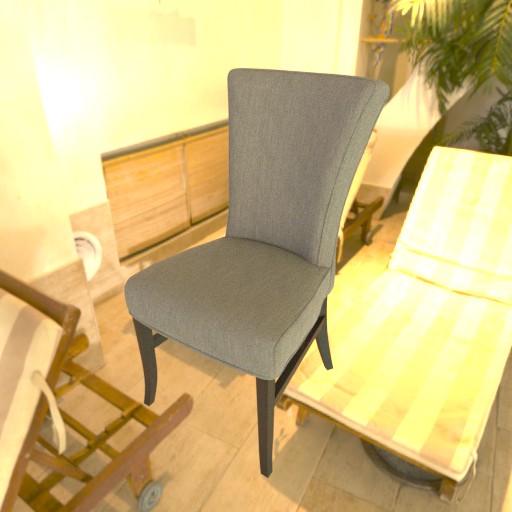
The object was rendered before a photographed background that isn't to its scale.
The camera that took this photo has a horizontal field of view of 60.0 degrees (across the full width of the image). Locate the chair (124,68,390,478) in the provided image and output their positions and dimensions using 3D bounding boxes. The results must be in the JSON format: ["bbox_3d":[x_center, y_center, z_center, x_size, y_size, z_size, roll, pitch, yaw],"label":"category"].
[{"bbox_3d":[0.000,0.000,1.345,0.520,0.991,0.660,18,34,29],"label":"chair"}]
